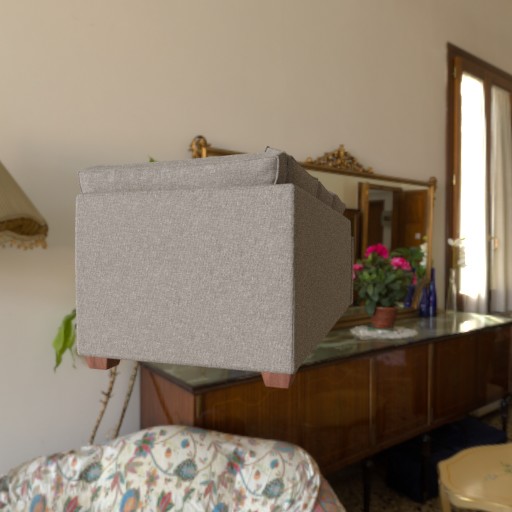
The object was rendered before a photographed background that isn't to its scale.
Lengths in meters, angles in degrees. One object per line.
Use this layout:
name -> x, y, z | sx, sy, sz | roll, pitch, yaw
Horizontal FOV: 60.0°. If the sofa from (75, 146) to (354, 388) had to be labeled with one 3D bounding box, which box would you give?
sofa -> 0.000, 0.000, 2.882 | 1.061, 0.962, 2.317 | 0, 1, 17
